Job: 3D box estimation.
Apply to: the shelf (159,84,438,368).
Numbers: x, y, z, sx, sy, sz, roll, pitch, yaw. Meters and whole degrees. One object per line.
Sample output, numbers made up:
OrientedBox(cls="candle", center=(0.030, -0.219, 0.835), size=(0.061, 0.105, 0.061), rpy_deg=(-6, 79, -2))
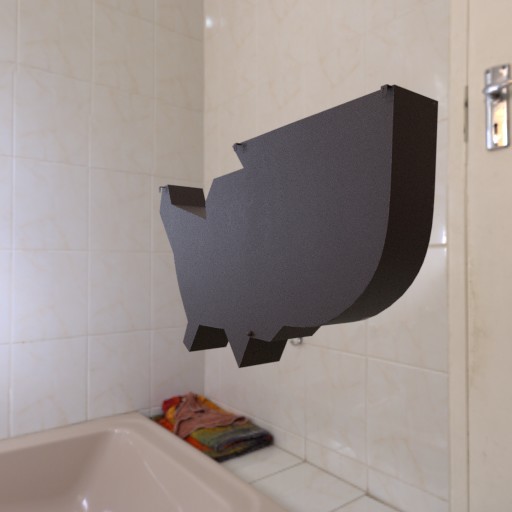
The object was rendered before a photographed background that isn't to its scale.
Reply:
OrientedBox(cls="shelf", center=(0.000, 0.000, 0.893), size=(0.112, 0.439, 0.729), rpy_deg=(1, -1, -36))
